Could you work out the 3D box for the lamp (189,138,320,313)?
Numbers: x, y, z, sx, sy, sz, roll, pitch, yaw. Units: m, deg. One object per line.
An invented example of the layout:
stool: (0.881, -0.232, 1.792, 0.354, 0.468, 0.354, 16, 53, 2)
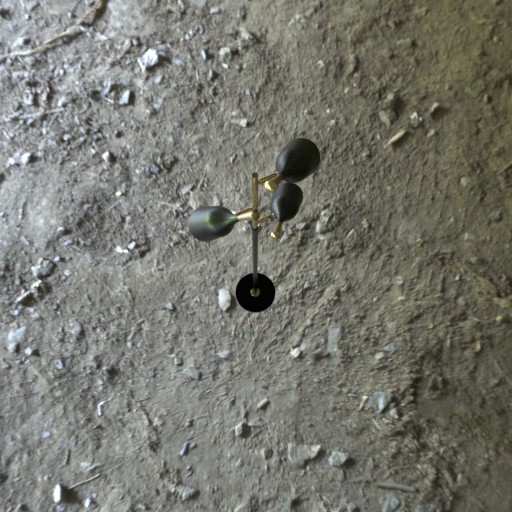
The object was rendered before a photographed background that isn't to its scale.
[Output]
lamp: (0.000, 0.000, 1.944, 0.434, 1.778, 0.253, -24, 76, -6)
